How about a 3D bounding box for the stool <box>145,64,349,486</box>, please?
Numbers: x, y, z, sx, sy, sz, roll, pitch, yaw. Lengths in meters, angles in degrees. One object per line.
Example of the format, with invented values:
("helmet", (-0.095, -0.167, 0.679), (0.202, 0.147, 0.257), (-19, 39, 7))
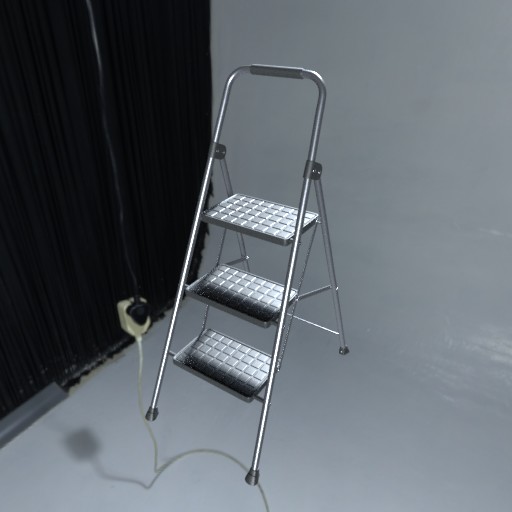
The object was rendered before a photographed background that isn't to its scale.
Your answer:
("stool", (0.000, 0.000, 1.440), (0.473, 1.121, 0.733), (18, 35, 29))
